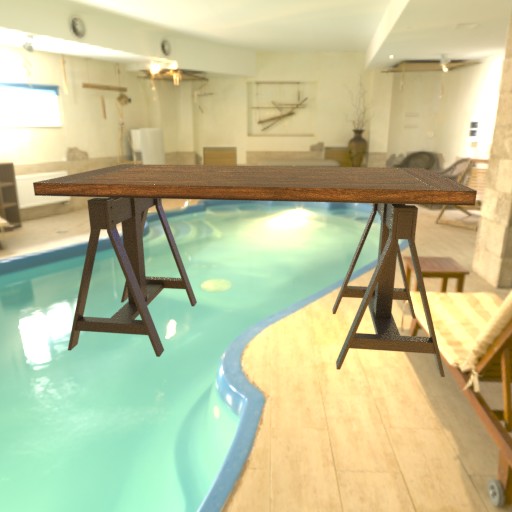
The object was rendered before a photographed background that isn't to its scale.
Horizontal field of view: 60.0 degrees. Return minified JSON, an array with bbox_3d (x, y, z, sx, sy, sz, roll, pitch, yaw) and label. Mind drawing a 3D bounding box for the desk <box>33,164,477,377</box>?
[{"bbox_3d":[0.000,0.000,1.982,1.543,0.725,0.784,2,17,7],"label":"desk"}]
